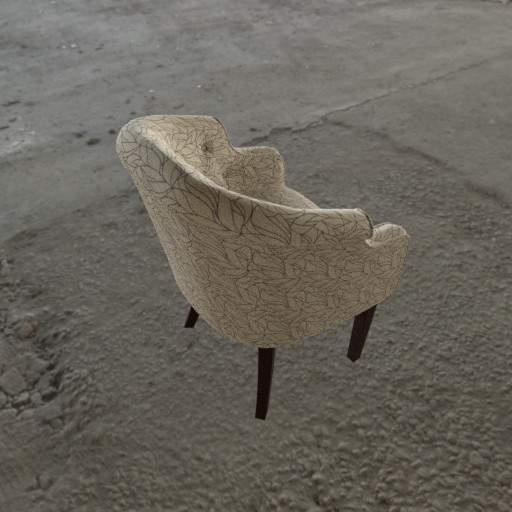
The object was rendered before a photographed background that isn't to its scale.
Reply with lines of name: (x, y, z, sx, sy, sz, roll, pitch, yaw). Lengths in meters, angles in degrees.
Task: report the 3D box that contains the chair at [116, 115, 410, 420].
chair: (0.000, 0.000, 1.321, 0.613, 0.858, 0.686, -26, 47, -27)
